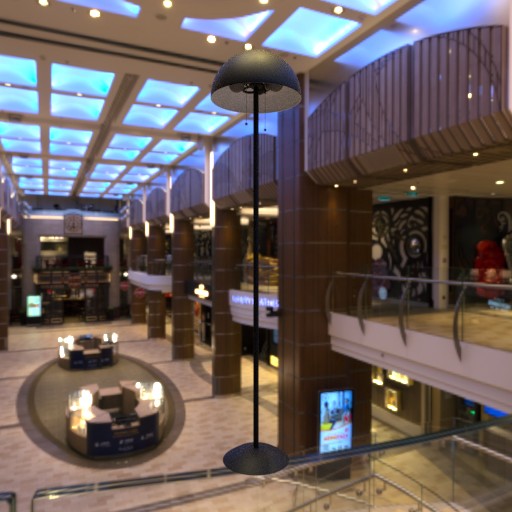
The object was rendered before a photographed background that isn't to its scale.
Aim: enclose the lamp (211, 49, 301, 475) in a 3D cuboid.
[{"bbox_3d":[0.000,0.000,1.610,0.328,1.480,0.328,0,1,19],"label":"lamp"}]
